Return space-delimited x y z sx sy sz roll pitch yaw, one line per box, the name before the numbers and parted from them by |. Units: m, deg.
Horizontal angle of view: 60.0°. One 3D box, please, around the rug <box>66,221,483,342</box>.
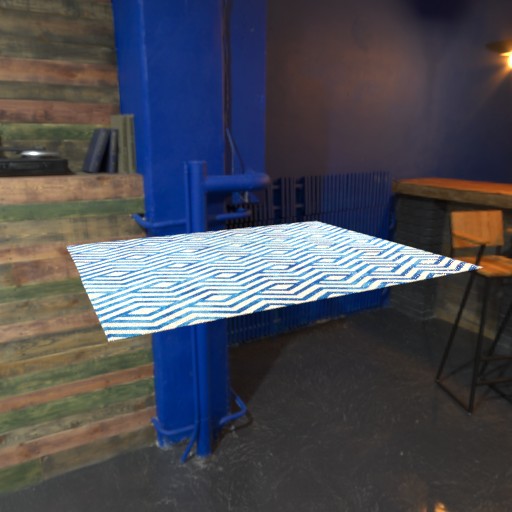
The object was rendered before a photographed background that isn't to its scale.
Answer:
rug | 0.000 0.000 4.118 3.059 0.008 2.453 -8 17 -26
